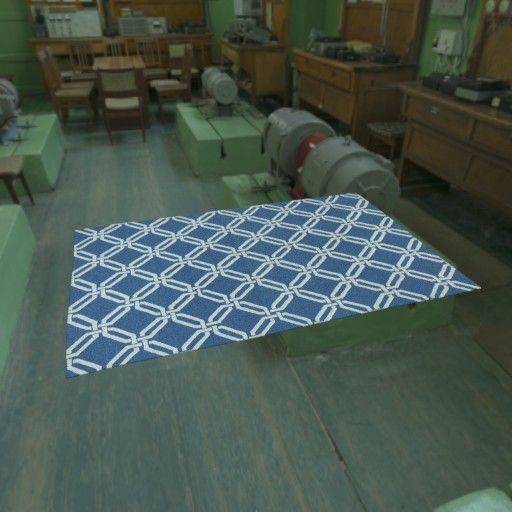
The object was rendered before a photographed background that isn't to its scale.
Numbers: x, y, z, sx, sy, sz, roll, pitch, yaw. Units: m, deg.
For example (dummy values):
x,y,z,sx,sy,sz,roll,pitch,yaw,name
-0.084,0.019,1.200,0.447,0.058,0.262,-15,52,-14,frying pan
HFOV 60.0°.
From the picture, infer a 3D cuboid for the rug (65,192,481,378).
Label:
x,y,z,sx,sy,sz,roll,pitch,yaw,name
0.000,0.000,2.212,1.755,0.010,1.153,-9,32,-15,rug
